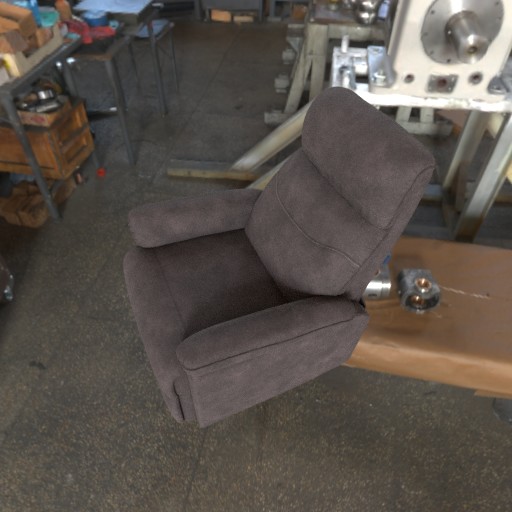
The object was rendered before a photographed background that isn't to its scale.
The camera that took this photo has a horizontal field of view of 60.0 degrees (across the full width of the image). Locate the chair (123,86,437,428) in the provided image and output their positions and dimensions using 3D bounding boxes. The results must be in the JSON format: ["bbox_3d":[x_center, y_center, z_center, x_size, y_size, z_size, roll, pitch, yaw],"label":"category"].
[{"bbox_3d":[0.000,0.000,1.736,1.009,1.035,0.830,-18,48,-16],"label":"chair"}]
